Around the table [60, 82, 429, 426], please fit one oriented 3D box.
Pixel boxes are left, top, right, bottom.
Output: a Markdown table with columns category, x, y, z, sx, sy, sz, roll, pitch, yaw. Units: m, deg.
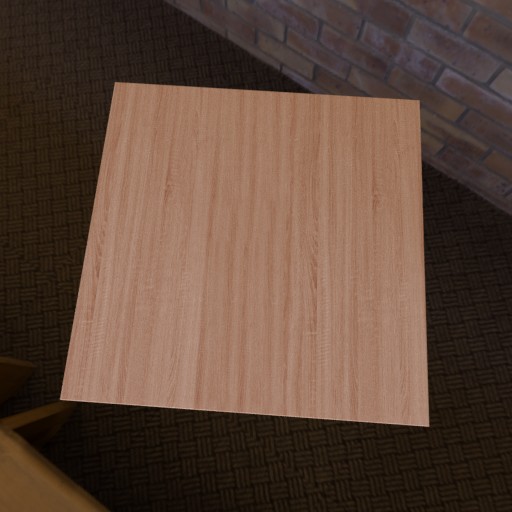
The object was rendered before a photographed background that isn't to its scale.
| category | x | y | z | sx | sy | sz | roll | pitch | yaw |
| --- | --- | --- | --- | --- | --- | --- | --- | --- | --- |
| table | 0.000 | 0.000 | 1.035 | 0.670 | 0.305 | 0.670 | 4 | 75 | 1 |
